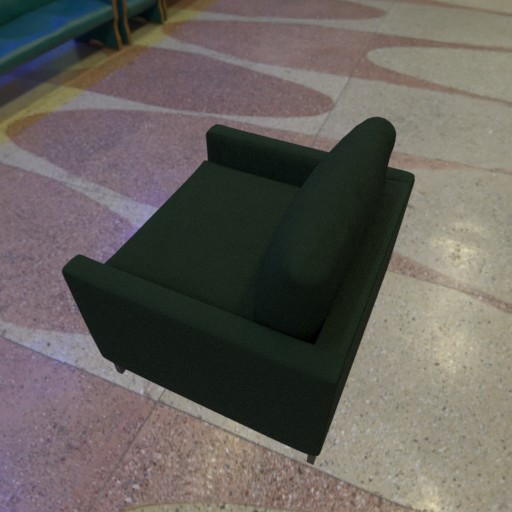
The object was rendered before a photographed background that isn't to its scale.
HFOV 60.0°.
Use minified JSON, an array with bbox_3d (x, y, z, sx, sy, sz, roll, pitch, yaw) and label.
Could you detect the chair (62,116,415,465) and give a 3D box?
[{"bbox_3d":[0.000,0.000,1.593,0.866,0.861,0.963,19,49,17],"label":"chair"}]
